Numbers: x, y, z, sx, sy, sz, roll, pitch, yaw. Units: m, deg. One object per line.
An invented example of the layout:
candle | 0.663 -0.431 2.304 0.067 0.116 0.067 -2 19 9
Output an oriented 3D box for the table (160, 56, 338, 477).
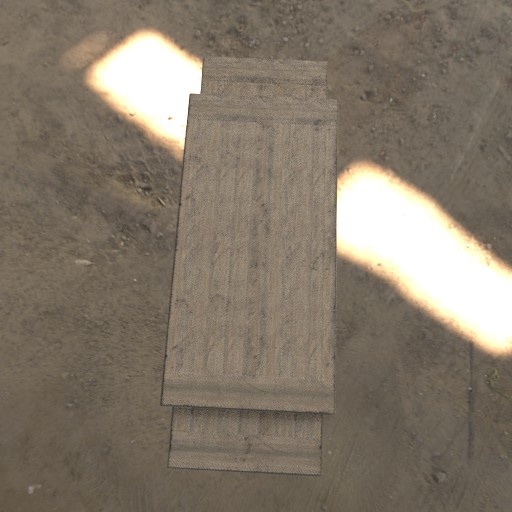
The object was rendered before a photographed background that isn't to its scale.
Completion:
table | 0.000 0.000 1.537 0.489 0.427 1.312 3 77 1
